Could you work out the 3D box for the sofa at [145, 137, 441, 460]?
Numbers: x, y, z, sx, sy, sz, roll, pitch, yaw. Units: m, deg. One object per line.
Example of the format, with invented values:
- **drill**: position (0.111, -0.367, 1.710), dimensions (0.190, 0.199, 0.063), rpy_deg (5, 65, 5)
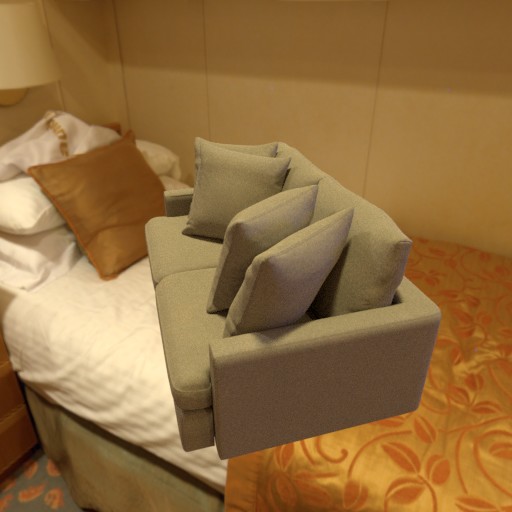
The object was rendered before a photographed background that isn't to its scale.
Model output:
- **sofa**: position (0.000, 0.000, 2.645), dimensions (1.228, 1.080, 1.869), rpy_deg (-8, 30, -14)
